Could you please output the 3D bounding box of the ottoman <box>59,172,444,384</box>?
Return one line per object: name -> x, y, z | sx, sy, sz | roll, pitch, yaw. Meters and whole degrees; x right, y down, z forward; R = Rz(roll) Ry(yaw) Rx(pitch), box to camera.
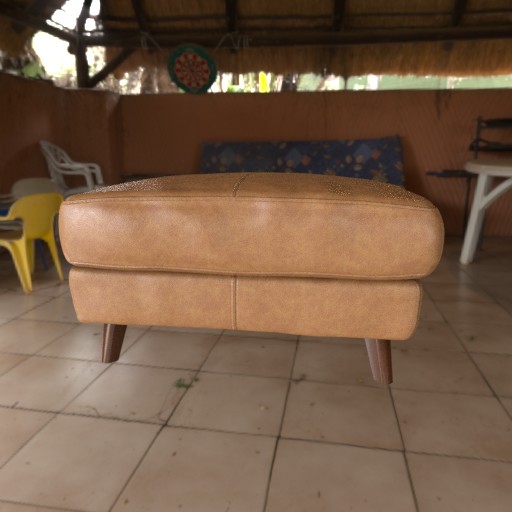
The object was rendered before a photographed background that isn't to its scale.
ottoman -> 0.000, 0.000, 1.251 | 0.869, 0.461, 0.630 | 2, 13, 9
